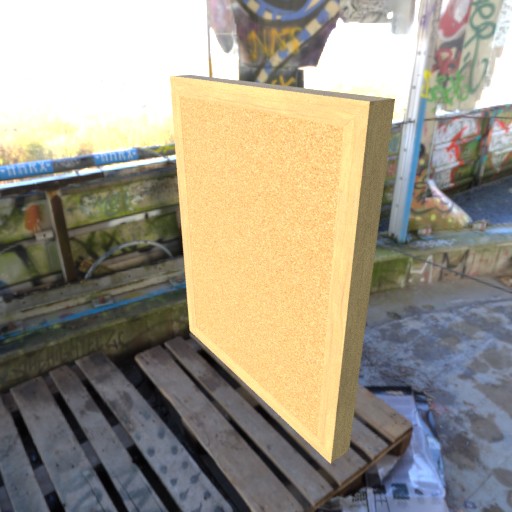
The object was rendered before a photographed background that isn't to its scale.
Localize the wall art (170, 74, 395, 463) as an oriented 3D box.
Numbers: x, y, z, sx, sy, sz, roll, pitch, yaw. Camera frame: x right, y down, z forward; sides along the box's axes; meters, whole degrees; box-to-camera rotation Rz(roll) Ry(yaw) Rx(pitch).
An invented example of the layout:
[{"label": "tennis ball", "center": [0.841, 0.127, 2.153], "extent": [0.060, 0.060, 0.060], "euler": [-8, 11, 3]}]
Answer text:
[{"label": "wall art", "center": [0.000, 0.000, 0.524], "extent": [0.030, 0.380, 0.312], "euler": [-19, 32, -33]}]
